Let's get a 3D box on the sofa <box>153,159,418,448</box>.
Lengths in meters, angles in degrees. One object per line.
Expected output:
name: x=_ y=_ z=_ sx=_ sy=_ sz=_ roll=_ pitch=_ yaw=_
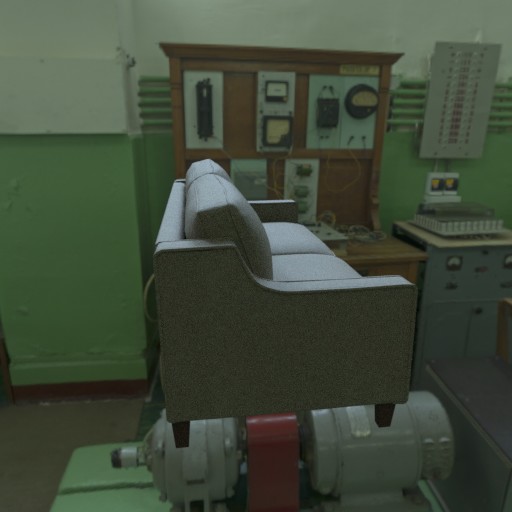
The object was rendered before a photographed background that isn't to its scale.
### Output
sofa: x=0.000 y=0.000 z=2.787 sx=1.073 sy=1.074 sz=2.181 roll=-2 pitch=17 yaw=-8
